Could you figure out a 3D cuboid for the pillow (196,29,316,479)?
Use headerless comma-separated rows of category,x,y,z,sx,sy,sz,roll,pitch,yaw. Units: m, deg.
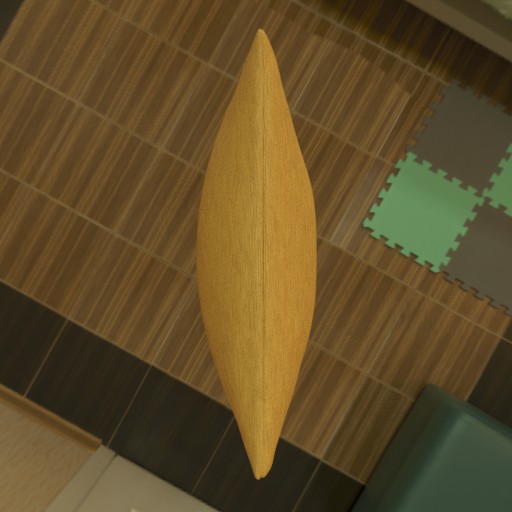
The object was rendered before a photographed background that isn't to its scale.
pillow,0.000,0.000,0.785,0.210,0.354,0.634,0,90,0
